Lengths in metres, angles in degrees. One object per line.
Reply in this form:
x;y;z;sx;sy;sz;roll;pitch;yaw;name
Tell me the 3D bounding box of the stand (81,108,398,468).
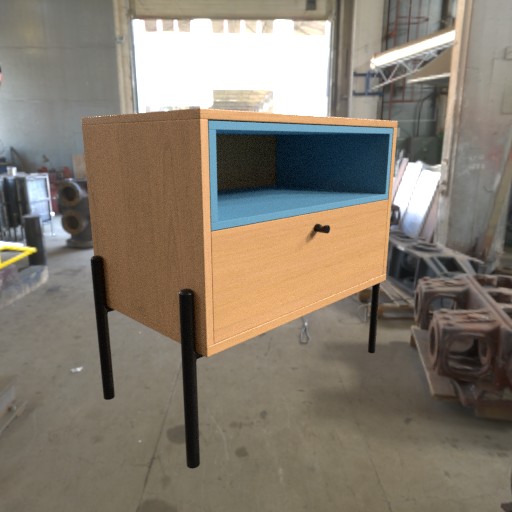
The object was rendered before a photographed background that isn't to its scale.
0.000;0.000;1.017;0.400;0.600;0.630;14;20;43;stand
